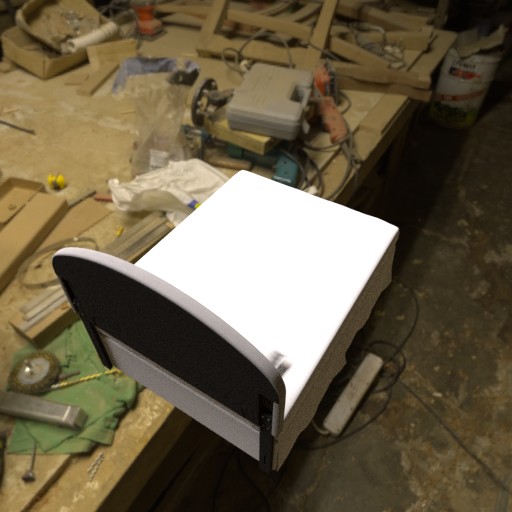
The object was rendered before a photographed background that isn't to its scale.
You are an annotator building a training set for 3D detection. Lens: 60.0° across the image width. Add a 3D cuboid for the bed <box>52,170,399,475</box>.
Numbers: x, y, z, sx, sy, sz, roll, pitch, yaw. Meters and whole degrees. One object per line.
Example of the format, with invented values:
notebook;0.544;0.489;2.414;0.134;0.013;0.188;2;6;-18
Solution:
bed;0.000;0.000;3.115;1.607;1.410;2.005;24;51;22
